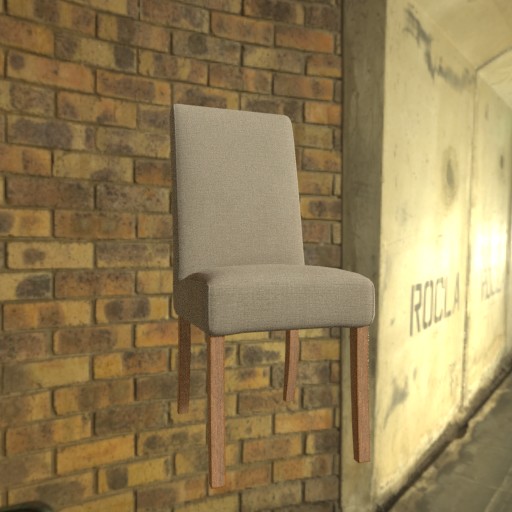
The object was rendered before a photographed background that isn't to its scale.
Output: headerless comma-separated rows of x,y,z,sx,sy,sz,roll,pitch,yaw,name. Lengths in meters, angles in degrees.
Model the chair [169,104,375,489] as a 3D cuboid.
0.000,0.000,1.335,0.450,1.033,0.611,0,1,-19,chair
